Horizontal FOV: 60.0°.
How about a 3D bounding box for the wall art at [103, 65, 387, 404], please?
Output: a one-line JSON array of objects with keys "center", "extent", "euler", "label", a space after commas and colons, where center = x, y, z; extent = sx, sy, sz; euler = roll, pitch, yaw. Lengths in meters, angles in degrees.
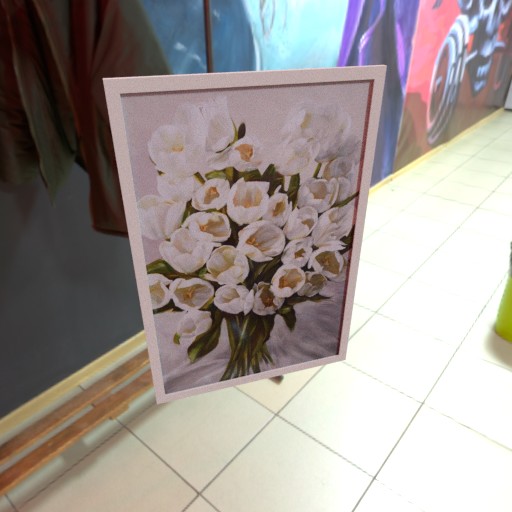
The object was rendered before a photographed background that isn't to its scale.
[{"center": [0.000, 0.000, 1.243], "extent": [0.660, 0.965, 0.015], "euler": [-9, 32, -15], "label": "wall art"}]
